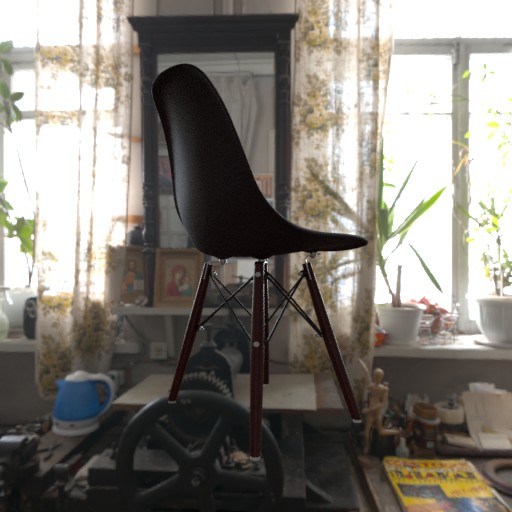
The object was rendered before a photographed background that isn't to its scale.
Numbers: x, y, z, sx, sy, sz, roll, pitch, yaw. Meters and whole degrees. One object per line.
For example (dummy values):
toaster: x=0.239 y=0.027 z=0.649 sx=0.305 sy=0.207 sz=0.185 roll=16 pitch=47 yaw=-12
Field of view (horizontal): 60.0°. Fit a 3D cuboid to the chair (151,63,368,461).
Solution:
chair: x=0.000 y=0.000 z=1.155 sx=0.533 sy=0.826 sz=0.470 roll=0 pitch=0 yaw=-36
